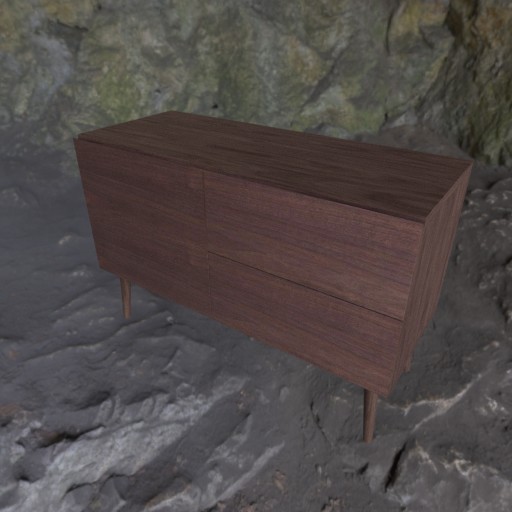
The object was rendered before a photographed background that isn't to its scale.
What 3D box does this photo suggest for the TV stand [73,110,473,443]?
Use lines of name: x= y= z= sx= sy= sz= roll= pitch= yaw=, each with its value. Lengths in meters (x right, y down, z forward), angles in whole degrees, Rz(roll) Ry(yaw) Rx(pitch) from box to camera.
TV stand: x=0.000 y=0.000 z=1.327 sx=0.990 sy=0.660 sz=0.405 roll=19 pitch=35 yaw=29
